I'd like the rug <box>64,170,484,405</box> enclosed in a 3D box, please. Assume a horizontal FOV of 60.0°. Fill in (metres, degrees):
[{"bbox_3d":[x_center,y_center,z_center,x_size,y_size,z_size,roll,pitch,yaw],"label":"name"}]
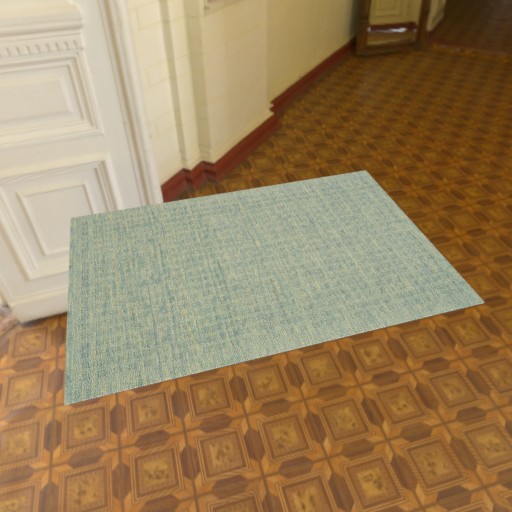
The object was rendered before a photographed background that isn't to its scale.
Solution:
[{"bbox_3d":[0.000,0.000,2.168,1.752,0.006,1.142,-11,43,-12],"label":"rug"}]
